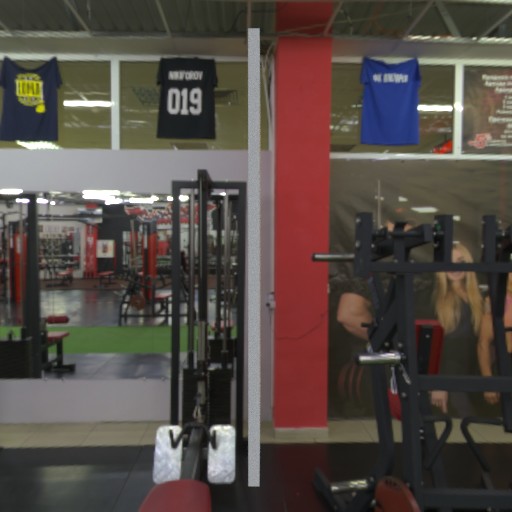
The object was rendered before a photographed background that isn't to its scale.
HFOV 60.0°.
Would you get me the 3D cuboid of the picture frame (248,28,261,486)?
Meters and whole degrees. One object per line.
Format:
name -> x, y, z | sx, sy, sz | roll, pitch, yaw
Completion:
picture frame -> 0.000, 0.000, 0.606 | 0.011, 0.459, 0.326 | 0, 2, 1
